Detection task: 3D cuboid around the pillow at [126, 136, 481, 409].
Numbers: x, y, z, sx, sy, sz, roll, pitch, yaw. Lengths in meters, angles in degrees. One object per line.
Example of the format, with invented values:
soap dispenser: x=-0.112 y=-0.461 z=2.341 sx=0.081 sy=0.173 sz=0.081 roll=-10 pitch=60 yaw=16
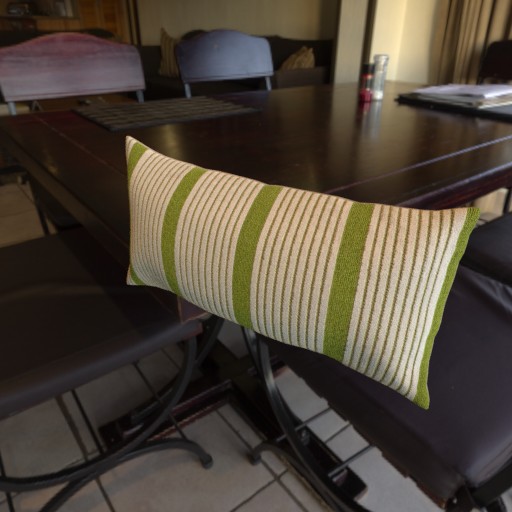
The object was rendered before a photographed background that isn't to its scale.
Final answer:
pillow: x=0.000 y=0.000 z=0.717 sx=0.608 sy=0.292 sz=0.156 roll=18 pitch=34 yaw=29
